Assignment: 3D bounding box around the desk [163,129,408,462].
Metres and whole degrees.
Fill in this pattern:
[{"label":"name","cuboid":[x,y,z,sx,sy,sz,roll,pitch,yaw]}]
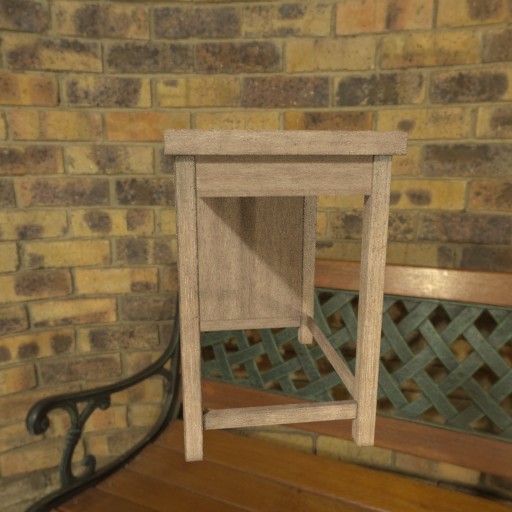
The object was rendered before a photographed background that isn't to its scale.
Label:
[{"label":"desk","cuboid":[0.000,0.000,1.802,0.610,0.912,1.289,-2,13,-7]}]
